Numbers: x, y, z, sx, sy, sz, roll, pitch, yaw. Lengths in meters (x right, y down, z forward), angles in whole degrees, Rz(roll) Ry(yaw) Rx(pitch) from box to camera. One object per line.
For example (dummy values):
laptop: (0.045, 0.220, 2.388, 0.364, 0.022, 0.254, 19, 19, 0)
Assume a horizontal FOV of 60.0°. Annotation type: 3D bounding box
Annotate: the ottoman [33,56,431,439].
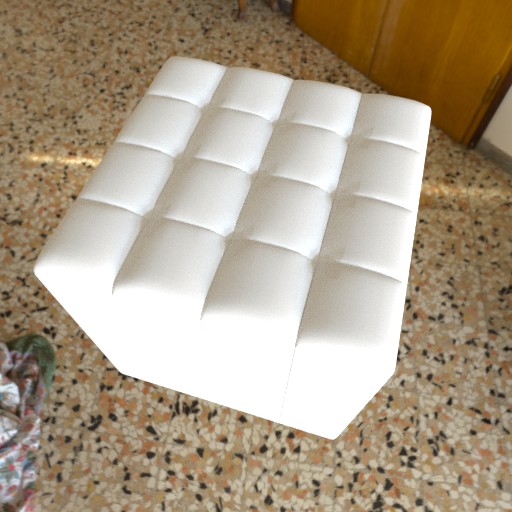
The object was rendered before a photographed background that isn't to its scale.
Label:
ottoman: (0.000, 0.000, 0.758, 0.425, 0.432, 0.425, 15, 60, 9)
